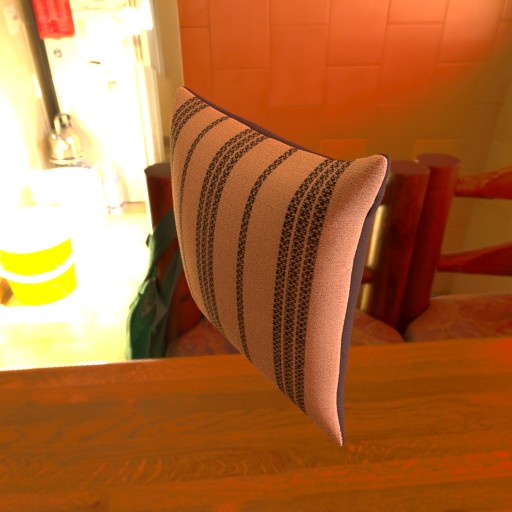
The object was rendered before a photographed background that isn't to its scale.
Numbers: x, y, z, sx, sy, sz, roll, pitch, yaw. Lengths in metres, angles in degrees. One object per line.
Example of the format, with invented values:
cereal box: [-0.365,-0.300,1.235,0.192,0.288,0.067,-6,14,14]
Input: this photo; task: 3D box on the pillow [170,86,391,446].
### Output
pillow: [0.000,0.000,0.637,0.173,0.406,0.405,-21,37,-30]
